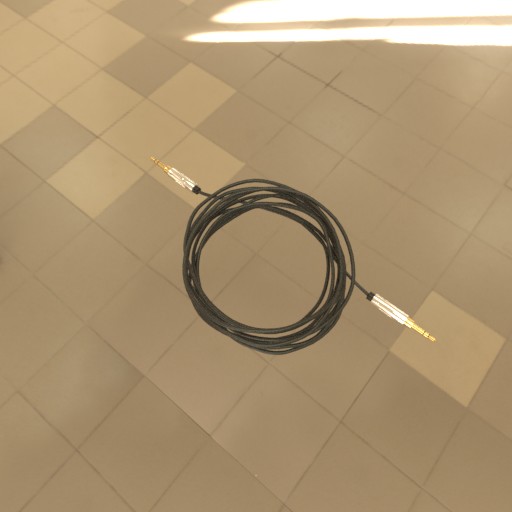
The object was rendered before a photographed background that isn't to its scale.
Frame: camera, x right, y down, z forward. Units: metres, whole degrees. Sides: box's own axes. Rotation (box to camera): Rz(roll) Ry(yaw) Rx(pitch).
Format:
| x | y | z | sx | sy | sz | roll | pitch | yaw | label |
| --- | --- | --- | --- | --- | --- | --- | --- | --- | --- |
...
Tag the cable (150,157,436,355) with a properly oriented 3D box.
| x | y | z | sx | sy | sz | roll | pitch | yaw | label |
| --- | --- | --- | --- | --- | --- | --- | --- | --- | --- |
| 0.000 | 0.000 | 0.516 | 0.432 | 0.069 | 0.198 | 36 | 69 | 16 | cable |
